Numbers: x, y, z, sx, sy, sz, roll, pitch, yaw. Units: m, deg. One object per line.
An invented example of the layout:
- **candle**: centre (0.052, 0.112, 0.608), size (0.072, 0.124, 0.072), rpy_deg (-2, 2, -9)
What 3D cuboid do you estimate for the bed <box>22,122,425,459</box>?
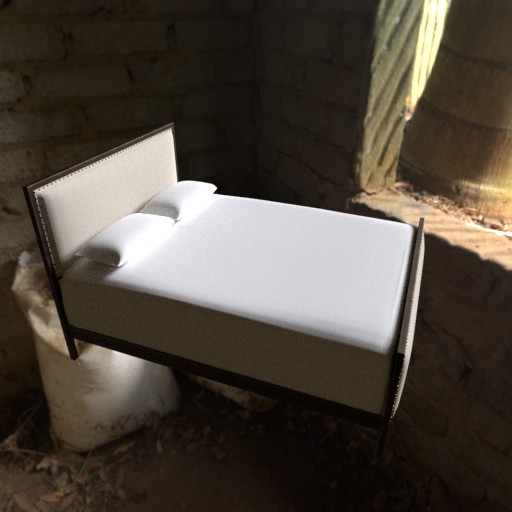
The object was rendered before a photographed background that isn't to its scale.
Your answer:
- **bed**: centre (0.000, 0.000, 3.136), size (2.221, 1.313, 1.607), rpy_deg (11, 32, 18)
